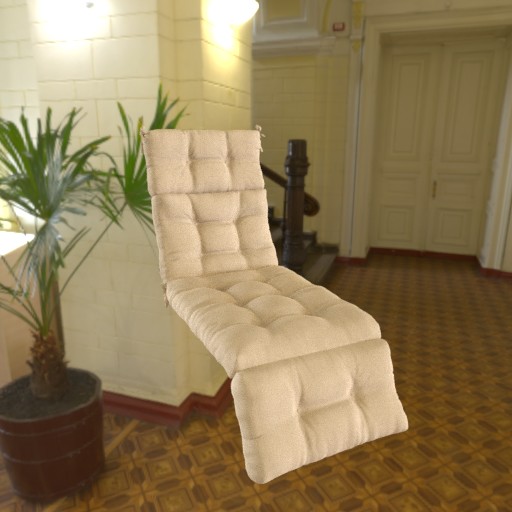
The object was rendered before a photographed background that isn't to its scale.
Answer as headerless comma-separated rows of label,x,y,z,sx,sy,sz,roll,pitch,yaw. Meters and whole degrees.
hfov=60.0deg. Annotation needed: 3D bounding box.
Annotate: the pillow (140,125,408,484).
pillow,0.000,0.000,1.467,0.526,0.863,1.016,-7,16,-25
